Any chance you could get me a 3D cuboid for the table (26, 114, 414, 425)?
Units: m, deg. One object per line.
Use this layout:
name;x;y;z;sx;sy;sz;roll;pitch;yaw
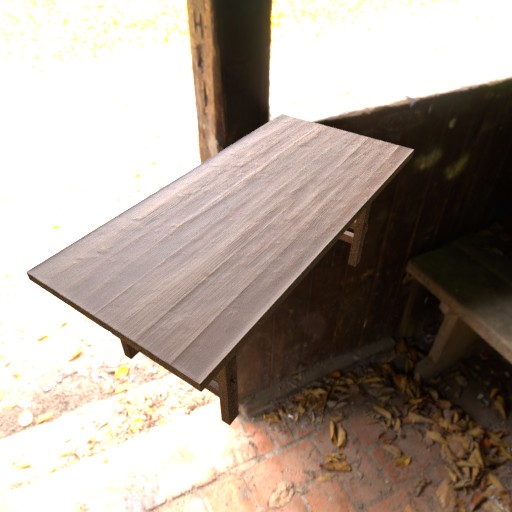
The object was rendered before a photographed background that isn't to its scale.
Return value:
table;0.000;0.000;2.515;0.952;0.760;2.003;24;46;26
